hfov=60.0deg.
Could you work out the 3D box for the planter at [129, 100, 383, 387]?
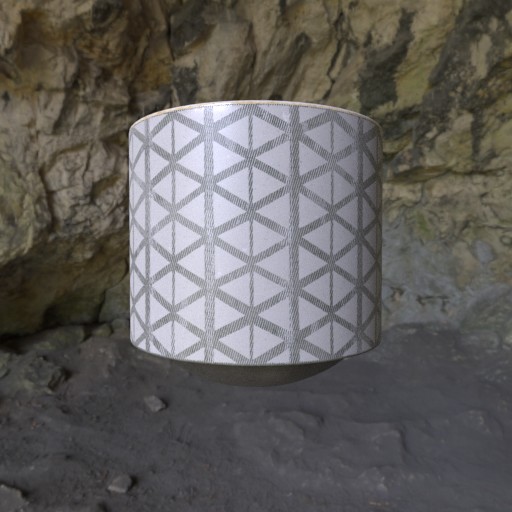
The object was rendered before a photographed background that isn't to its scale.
[{"bbox_3d":[0.000,0.000,0.347,0.190,0.181,0.190,0,2,0],"label":"planter"}]
